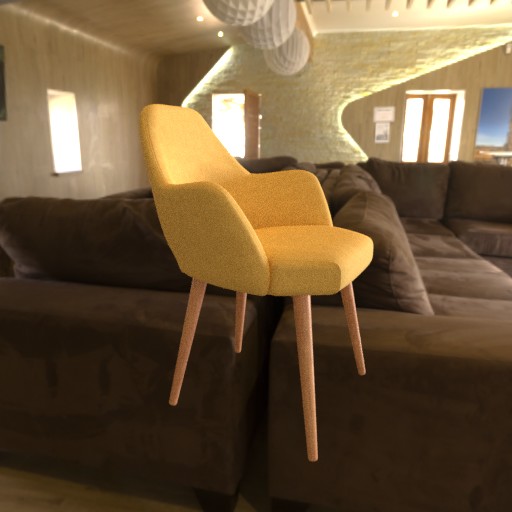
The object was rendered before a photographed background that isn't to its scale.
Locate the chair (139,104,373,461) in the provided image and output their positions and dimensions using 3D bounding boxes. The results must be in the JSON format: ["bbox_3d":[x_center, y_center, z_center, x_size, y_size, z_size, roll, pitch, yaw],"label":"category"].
[{"bbox_3d":[0.000,0.000,1.271,0.610,0.840,0.590,7,16,26],"label":"chair"}]
